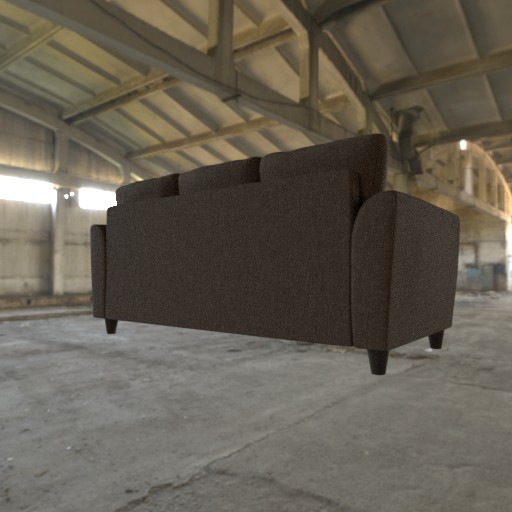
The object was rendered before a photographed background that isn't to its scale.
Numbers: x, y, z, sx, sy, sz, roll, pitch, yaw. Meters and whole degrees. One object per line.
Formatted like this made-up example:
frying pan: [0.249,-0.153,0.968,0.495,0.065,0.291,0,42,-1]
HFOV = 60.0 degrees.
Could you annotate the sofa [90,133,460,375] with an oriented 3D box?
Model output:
sofa: [0.000,0.000,2.357,1.847,0.891,0.837,-2,-2,38]
